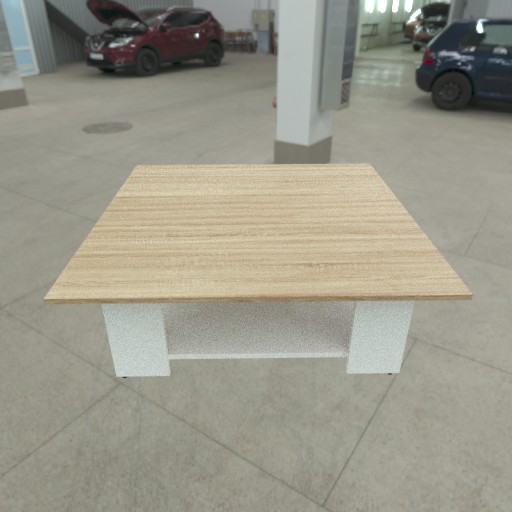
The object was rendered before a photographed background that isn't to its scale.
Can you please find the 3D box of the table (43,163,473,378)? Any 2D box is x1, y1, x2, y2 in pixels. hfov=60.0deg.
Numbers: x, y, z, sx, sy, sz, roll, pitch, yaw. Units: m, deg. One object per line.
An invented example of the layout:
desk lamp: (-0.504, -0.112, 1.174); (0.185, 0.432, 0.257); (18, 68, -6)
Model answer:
table: (0.000, 0.000, 1.379); (0.890, 0.305, 0.890); (-1, 29, -1)
